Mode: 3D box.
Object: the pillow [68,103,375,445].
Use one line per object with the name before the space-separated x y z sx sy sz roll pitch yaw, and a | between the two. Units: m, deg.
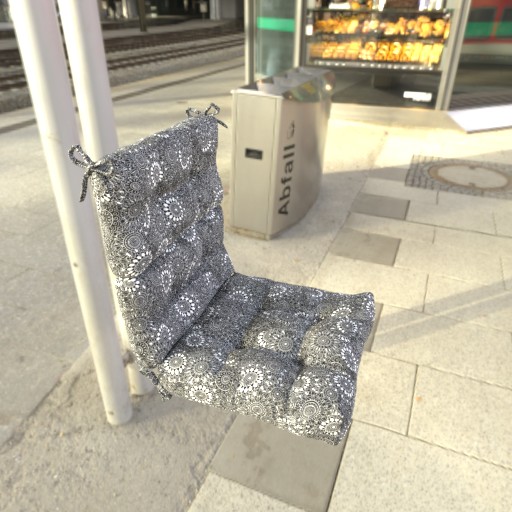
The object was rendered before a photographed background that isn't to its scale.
pillow | 0.000 0.000 1.057 0.571 0.605 0.519 10 31 18
